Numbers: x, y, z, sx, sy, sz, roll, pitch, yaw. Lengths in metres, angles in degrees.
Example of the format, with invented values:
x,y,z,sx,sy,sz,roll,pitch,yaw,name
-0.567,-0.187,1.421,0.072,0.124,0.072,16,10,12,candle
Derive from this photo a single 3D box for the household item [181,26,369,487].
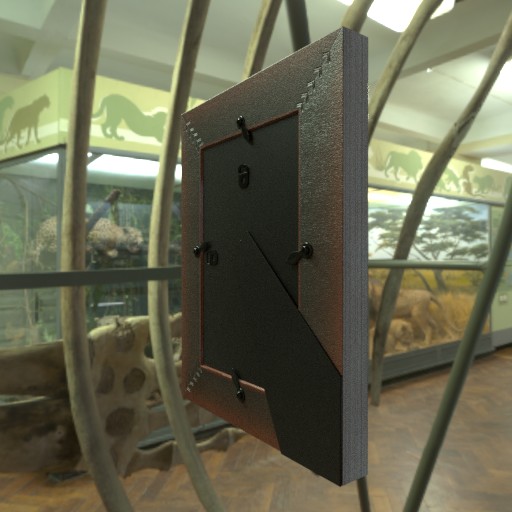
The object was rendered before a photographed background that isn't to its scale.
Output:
x,y,z,sx,sy,sz,roll,pitch,yaw,name
0.000,0.000,0.280,0.025,0.216,0.165,0,0,-37,household item
